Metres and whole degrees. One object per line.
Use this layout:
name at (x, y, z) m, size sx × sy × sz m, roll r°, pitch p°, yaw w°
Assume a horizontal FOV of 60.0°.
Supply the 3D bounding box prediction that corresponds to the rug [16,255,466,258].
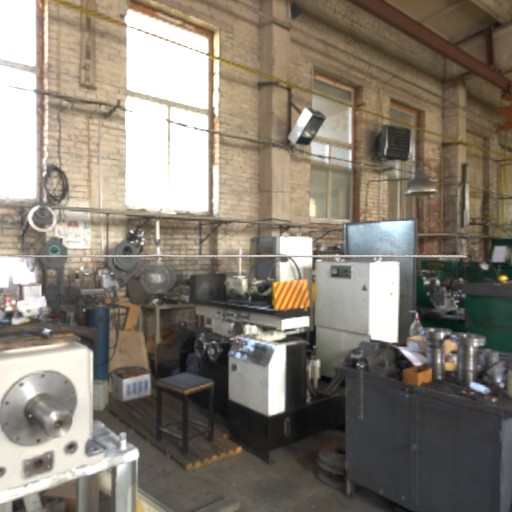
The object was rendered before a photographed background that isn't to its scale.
rug at (0.000, 0.000, 4.282) m, size 3.357 × 0.019 × 2.449 m, roll 0°, pitch 0°, yaw 17°
